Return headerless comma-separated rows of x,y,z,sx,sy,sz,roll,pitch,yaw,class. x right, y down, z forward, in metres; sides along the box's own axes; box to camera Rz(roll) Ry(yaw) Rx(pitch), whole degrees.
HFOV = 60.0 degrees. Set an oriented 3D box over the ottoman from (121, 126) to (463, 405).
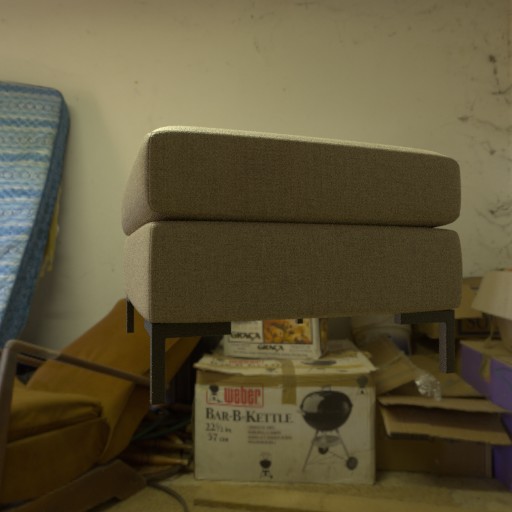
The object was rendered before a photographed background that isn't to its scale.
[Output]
0.000,0.000,1.185,0.671,0.490,0.820,0,0,-19,ottoman
